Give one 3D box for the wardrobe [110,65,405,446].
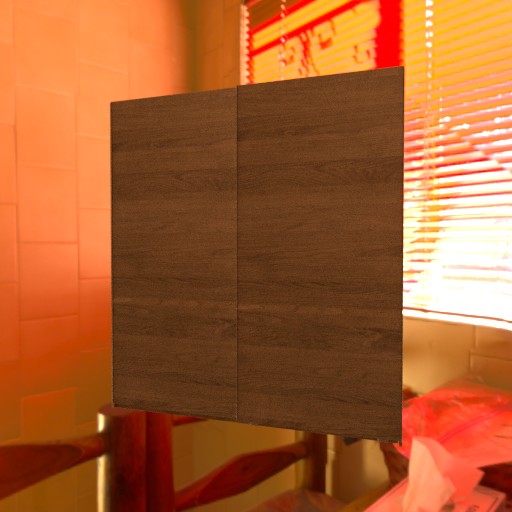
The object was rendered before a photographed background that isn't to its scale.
[{"bbox_3d":[0.000,0.000,2.827,1.780,1.960,0.629,0,1,18],"label":"wardrobe"}]
